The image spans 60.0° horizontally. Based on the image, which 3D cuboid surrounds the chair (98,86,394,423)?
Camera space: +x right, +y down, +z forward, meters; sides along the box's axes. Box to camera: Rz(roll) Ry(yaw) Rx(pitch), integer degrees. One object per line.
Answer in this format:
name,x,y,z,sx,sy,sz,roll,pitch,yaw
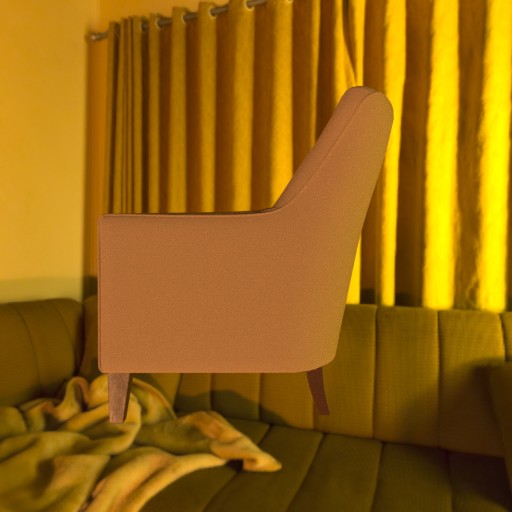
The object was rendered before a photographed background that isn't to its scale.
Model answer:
chair,0.000,0.000,1.541,0.879,0.916,0.756,0,0,0
